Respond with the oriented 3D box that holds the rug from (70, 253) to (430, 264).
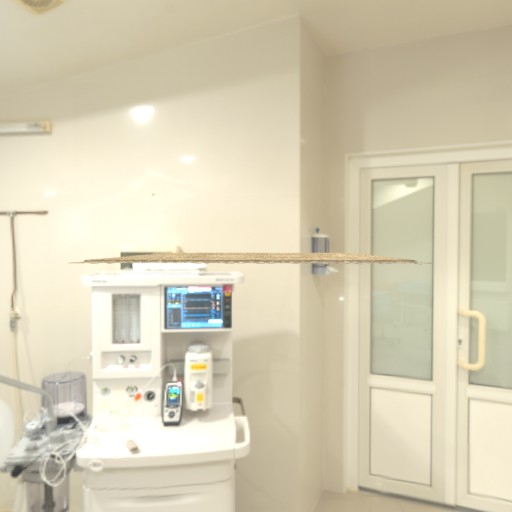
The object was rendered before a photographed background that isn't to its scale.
[{"bbox_3d":[0.000,0.000,3.153,1.619,0.023,2.465,0,1,2],"label":"rug"}]
